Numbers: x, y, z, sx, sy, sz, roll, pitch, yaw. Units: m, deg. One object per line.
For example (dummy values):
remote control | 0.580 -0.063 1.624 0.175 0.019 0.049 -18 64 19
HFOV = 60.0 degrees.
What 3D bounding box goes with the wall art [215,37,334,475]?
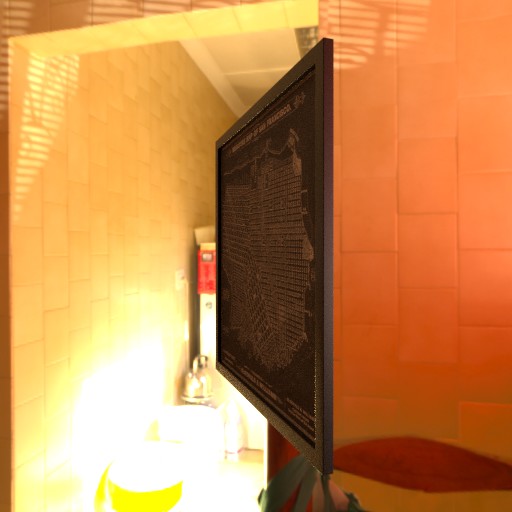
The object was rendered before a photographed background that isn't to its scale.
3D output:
wall art | 0.000 0.000 0.680 0.012 0.458 0.457 0 0 -19
